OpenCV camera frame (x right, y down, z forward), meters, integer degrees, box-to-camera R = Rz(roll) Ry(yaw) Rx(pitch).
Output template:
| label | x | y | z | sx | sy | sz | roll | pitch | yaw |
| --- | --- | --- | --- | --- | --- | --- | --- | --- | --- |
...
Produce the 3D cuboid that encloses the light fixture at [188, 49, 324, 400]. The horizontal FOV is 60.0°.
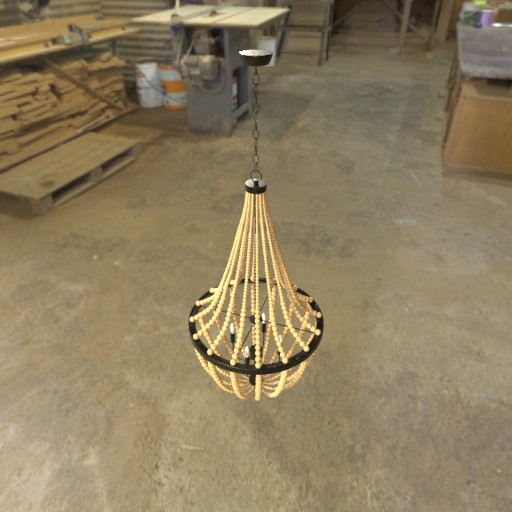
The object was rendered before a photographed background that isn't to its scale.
| label | x | y | z | sx | sy | sz | roll | pitch | yaw |
| --- | --- | --- | --- | --- | --- | --- | --- | --- | --- |
| light fixture | 0.000 | 0.000 | 1.340 | 0.450 | 1.133 | 0.450 | 0 | 34 | 0 |
